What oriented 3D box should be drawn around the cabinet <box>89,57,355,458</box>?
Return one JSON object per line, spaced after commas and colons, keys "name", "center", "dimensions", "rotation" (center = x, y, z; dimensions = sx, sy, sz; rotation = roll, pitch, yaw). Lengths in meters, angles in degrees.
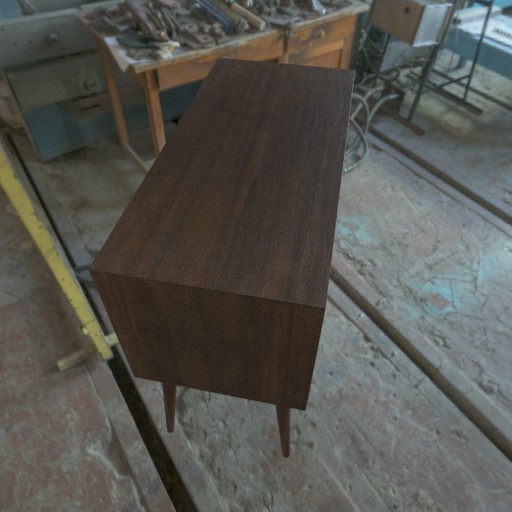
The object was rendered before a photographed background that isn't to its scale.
{"name": "cabinet", "center": [0.000, 0.000, 1.121], "dimensions": [0.354, 0.654, 0.743], "rotation": [9, 48, 8]}
